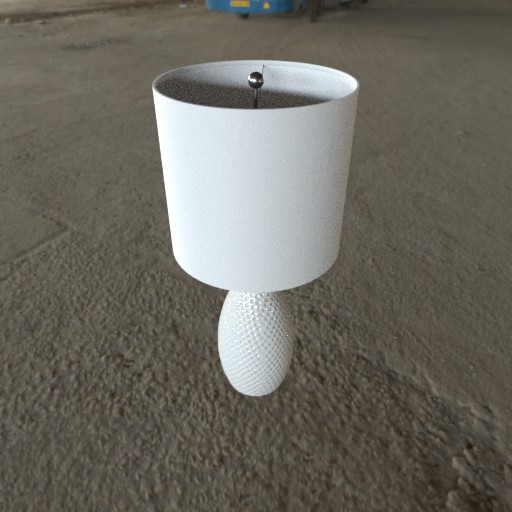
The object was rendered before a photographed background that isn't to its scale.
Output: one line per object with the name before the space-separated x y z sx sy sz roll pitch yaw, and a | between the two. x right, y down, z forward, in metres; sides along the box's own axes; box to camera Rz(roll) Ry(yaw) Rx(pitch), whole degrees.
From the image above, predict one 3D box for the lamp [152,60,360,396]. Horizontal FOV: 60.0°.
lamp | 0.000 0.000 0.594 0.214 0.466 0.214 22 40 28
